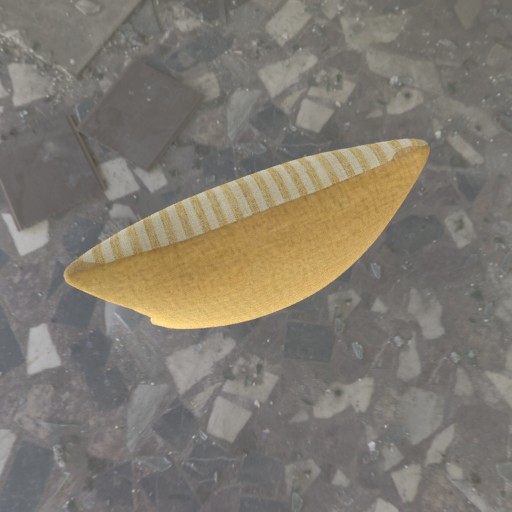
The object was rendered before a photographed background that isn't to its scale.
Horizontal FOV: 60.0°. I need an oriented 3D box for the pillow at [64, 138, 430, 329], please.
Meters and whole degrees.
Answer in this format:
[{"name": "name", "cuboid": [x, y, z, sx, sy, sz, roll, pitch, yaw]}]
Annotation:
[{"name": "pillow", "cuboid": [0.000, 0.000, 0.657, 0.419, 0.407, 0.173, -21, 76, -5]}]
